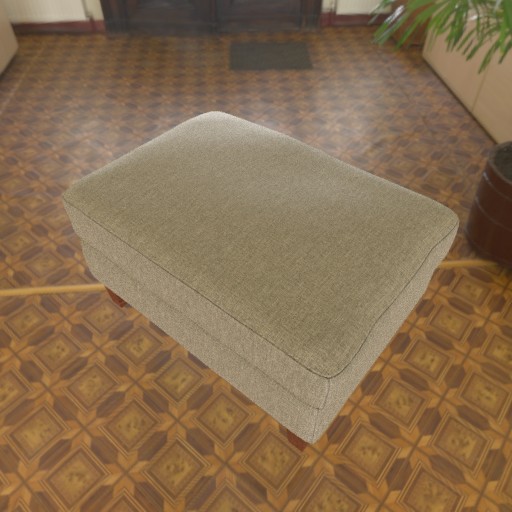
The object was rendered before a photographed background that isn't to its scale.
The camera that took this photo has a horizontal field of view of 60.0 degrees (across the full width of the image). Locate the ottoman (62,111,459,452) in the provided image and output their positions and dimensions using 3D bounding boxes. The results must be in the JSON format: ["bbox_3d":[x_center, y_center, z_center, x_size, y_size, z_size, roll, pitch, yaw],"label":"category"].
[{"bbox_3d":[0.000,0.000,1.276,0.873,0.494,0.639,31,53,26],"label":"ottoman"}]
